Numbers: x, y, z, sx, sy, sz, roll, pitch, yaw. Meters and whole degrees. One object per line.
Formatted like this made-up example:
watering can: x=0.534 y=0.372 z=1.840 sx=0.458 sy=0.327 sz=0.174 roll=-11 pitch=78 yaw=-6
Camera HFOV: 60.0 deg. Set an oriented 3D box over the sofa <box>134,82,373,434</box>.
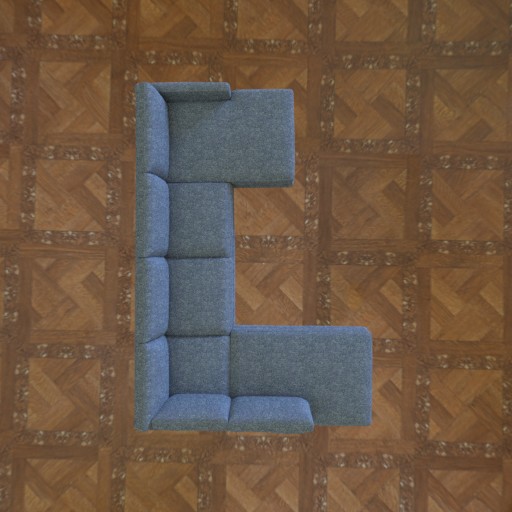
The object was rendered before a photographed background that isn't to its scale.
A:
sofa: x=0.000 y=0.000 z=3.579 sx=1.879 sy=0.756 sz=2.737 roll=0 pitch=89 yaw=1
